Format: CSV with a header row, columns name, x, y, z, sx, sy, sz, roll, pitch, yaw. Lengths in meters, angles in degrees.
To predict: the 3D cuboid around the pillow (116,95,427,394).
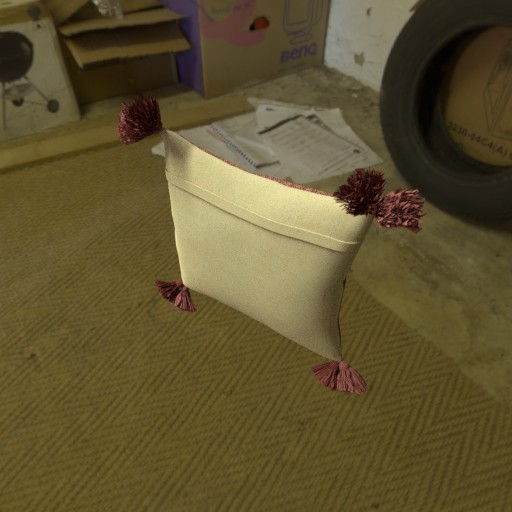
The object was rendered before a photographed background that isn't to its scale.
name,x,y,z,sx,sy,sz,roll,pitch,yaw
pillow,0.000,0.000,0.986,0.641,0.659,0.138,25,50,22
